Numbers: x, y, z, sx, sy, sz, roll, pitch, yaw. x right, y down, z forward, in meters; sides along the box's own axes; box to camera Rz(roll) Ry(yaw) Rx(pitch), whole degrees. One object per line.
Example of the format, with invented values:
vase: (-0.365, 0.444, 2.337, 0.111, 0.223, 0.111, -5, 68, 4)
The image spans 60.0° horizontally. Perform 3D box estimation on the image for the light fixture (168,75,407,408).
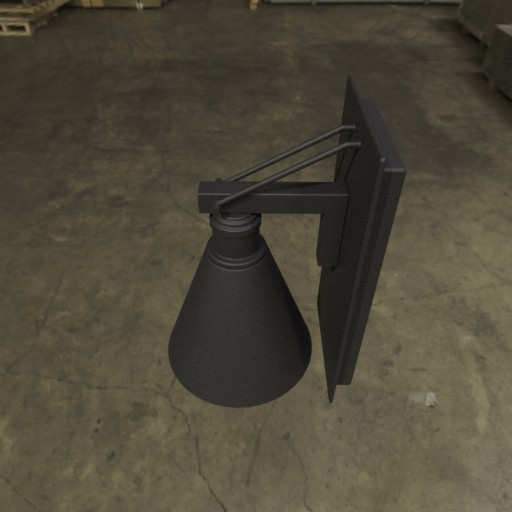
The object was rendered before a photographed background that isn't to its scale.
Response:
light fixture: (0.000, 0.000, 0.435, 0.207, 0.298, 0.170, 0, 42, 0)
